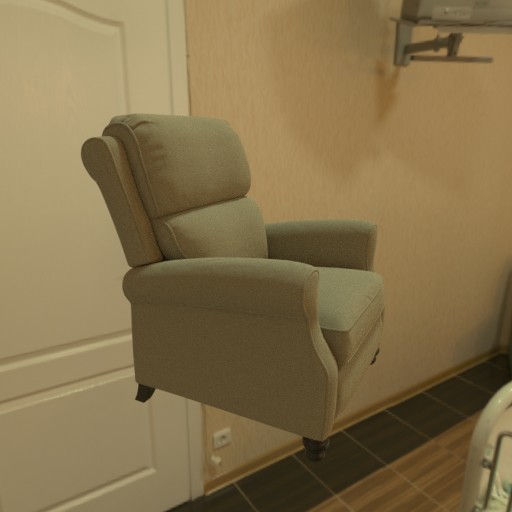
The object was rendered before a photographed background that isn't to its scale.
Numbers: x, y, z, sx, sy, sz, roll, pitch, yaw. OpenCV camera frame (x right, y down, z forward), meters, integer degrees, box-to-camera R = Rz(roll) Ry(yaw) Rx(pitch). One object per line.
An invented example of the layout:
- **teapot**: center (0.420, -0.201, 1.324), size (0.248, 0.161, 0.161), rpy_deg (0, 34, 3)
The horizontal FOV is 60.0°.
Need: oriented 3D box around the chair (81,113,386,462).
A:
- **chair**: center (0.000, 0.000, 1.711), size (0.919, 1.046, 0.859), rpy_deg (8, 17, 27)
